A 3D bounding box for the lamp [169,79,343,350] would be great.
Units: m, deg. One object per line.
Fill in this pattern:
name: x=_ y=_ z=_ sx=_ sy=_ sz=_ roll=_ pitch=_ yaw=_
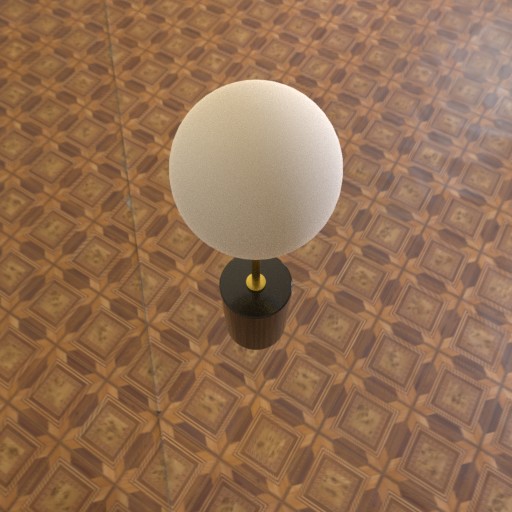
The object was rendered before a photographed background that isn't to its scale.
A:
lamp: x=0.000 y=0.000 z=0.541 sx=0.153 sy=0.480 sz=0.153 roll=0 pitch=63 yaw=0
